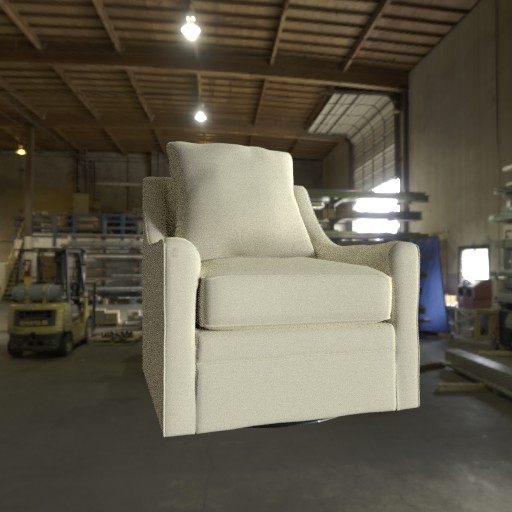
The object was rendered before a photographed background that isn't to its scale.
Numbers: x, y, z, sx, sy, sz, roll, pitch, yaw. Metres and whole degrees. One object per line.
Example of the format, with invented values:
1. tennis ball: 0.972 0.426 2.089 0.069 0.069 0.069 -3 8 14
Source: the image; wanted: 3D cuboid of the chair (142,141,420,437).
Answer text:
1. chair: 0.000 0.000 1.609 0.756 0.965 0.876 0 -2 -18
